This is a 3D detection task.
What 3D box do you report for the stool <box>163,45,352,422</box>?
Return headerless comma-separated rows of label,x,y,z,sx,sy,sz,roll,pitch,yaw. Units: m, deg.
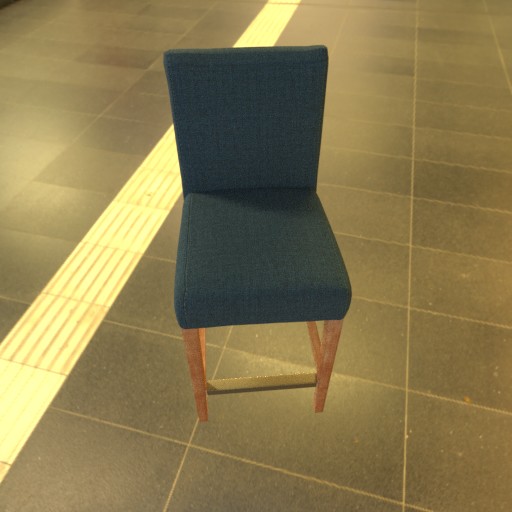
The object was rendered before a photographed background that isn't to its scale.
stool,0.000,0.000,1.342,0.454,1.039,0.567,-3,46,-3
